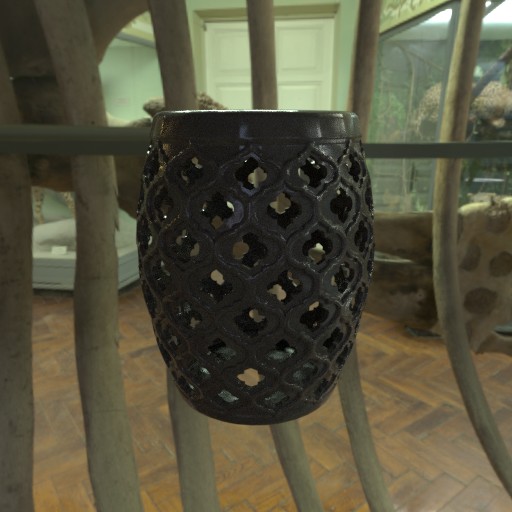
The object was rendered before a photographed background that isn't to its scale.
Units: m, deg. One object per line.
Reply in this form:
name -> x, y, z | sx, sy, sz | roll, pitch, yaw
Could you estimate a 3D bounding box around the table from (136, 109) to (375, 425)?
table -> 0.000, 0.000, 0.630 | 0.325, 0.388, 0.325 | 0, 17, 0
